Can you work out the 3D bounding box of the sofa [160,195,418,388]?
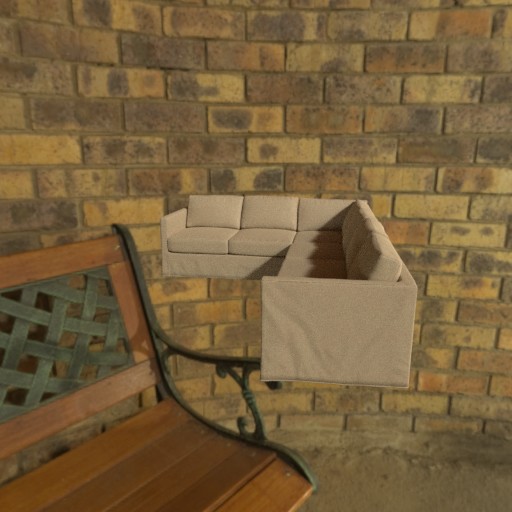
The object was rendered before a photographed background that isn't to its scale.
[{"bbox_3d":[0.000,0.000,4.316,2.432,0.871,3.182,2,14,9],"label":"sofa"}]
